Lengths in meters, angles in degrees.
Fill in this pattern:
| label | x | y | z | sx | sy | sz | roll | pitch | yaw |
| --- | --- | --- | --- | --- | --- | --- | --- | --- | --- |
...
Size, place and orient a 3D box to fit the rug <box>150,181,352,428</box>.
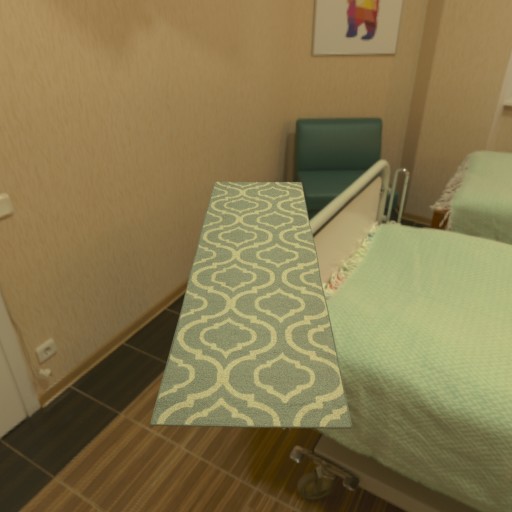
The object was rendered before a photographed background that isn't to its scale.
| label | x | y | z | sx | sy | sz | roll | pitch | yaw |
| --- | --- | --- | --- | --- | --- | --- | --- | --- | --- |
| rug | 0.000 | 0.000 | 2.467 | 0.684 | 0.009 | 2.275 | 0 | 30 | 1 |
